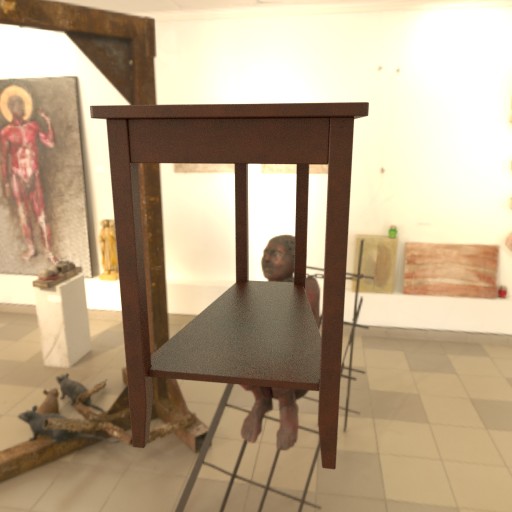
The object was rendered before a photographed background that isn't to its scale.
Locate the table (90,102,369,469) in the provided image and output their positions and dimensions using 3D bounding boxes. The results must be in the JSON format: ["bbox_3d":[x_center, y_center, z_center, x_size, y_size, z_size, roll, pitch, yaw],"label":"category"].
[{"bbox_3d":[0.000,0.000,0.975,0.399,0.589,0.605,2,15,9],"label":"table"}]
